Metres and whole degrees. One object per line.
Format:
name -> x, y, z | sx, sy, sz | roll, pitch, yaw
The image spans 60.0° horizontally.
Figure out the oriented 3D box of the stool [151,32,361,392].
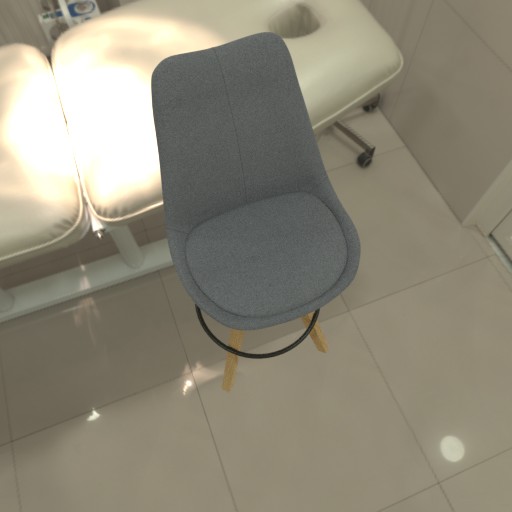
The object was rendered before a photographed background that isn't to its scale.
stool -> 0.000, 0.000, 1.367 | 0.485, 1.115, 0.550 | -19, 64, -10
